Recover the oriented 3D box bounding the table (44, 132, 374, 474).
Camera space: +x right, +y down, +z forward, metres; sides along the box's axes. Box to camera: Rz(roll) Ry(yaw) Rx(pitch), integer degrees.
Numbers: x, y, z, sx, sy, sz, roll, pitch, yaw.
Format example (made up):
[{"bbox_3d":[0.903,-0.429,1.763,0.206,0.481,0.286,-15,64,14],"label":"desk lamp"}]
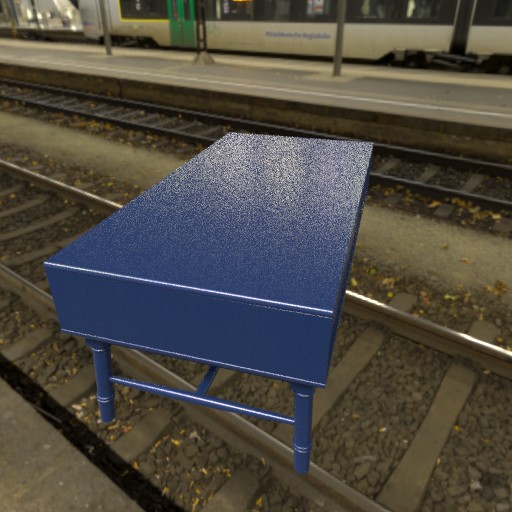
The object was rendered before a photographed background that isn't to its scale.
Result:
[{"bbox_3d":[0.000,0.000,1.334,0.572,0.457,1.067,8,30,14],"label":"table"}]
